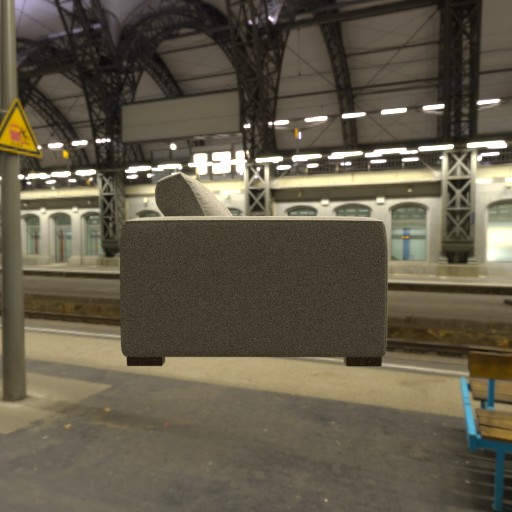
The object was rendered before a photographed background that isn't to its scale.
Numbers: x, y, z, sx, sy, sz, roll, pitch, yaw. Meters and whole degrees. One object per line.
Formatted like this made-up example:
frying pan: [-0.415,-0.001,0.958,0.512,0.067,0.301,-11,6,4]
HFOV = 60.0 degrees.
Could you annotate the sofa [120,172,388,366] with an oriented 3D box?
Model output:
sofa: [0.000,0.000,2.820,1.070,0.801,2.262,0,2,0]
